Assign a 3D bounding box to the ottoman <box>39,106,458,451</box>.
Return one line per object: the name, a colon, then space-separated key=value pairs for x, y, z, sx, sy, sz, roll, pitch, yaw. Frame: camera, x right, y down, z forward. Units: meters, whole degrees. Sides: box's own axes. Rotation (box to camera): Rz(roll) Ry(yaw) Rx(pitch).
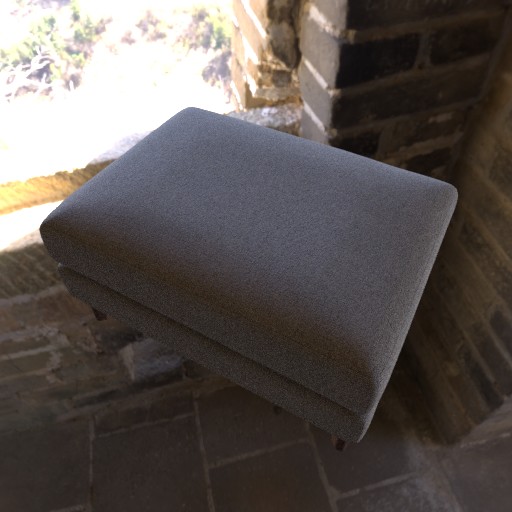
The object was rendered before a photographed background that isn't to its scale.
ottoman: x=0.000 y=0.000 z=1.162 sx=0.821 sy=0.441 sz=0.611 roll=23 pitch=52 yaw=19
